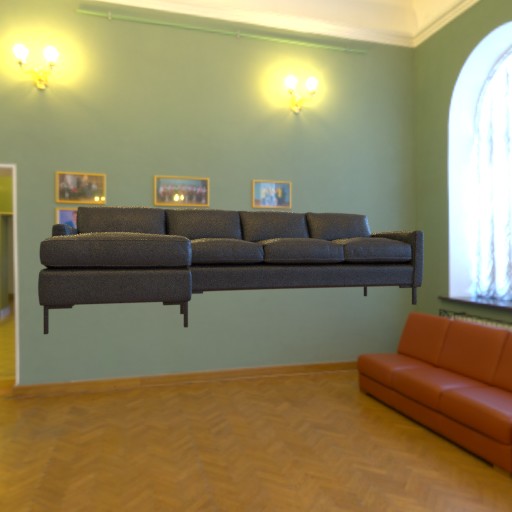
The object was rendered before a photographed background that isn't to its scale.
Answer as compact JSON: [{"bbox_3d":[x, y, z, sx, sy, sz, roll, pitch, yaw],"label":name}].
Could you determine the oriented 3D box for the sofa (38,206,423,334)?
[{"bbox_3d":[0.000,0.000,3.562,2.993,0.859,1.471,0,0,-17],"label":"sofa"}]
